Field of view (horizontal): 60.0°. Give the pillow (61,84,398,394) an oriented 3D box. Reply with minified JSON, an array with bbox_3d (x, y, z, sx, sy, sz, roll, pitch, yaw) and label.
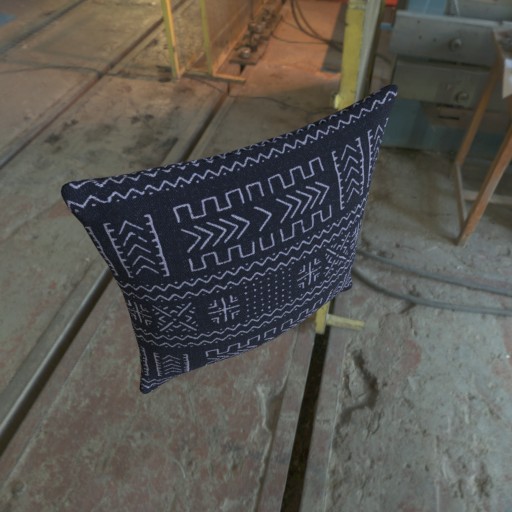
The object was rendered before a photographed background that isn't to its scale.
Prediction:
[{"bbox_3d":[0.000,0.000,0.651,0.438,0.430,0.164,-24,51,-21],"label":"pillow"}]
